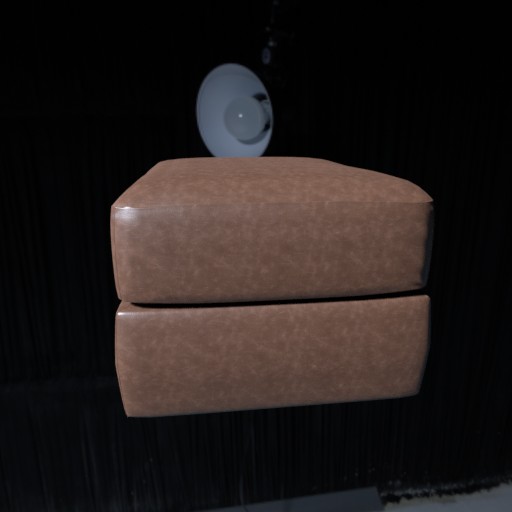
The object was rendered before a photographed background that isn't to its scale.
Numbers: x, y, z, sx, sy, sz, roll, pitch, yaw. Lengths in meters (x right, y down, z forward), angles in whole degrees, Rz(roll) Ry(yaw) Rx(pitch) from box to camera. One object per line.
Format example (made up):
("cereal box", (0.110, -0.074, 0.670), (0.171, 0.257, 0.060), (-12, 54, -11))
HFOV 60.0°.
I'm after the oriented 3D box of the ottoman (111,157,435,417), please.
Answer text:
("ottoman", (0.000, 0.000, 1.145), (0.603, 0.476, 0.751), (-2, 16, -7))
